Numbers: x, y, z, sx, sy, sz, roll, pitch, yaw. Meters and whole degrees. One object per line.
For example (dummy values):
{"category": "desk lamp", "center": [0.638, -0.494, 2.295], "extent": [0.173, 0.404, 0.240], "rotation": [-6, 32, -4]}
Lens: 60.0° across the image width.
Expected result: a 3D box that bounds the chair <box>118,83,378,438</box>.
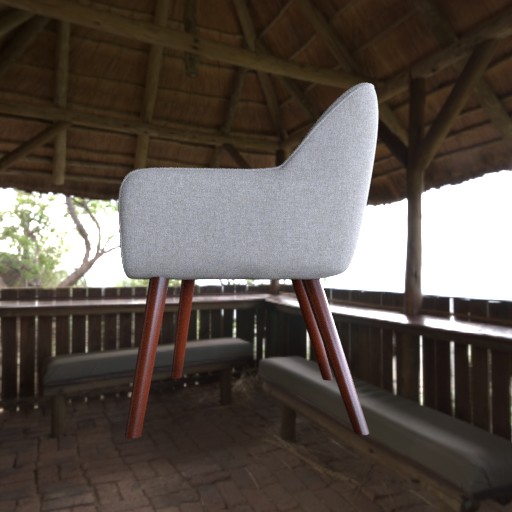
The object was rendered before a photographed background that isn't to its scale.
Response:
{"category": "chair", "center": [0.000, 0.000, 1.256], "extent": [0.610, 0.813, 0.610], "rotation": [0, -2, 0]}
